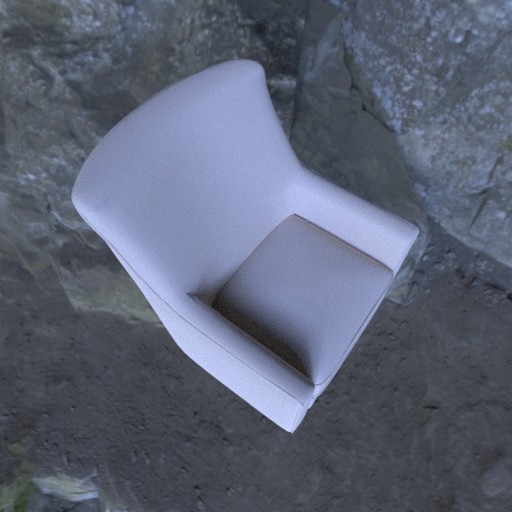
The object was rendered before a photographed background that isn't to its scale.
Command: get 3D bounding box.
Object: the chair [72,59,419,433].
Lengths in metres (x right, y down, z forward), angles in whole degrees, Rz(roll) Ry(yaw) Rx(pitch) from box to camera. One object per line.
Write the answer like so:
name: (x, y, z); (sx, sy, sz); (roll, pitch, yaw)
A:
chair: (0.000, 0.000, 1.567); (0.879, 0.916, 0.756); (32, 64, 18)
